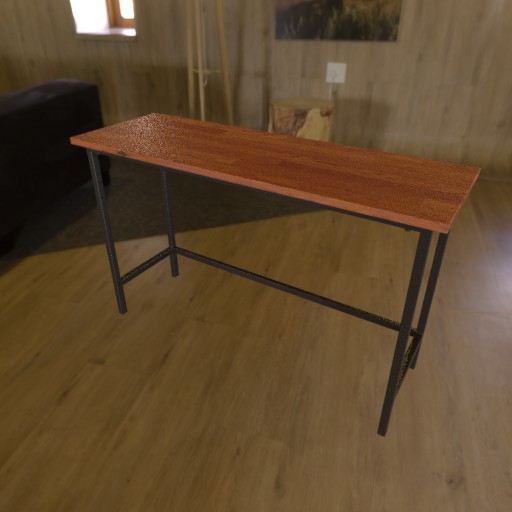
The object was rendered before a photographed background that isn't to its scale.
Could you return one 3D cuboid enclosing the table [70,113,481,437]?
[{"bbox_3d":[0.000,0.000,1.534,1.204,0.740,0.408,18,35,27],"label":"table"}]
